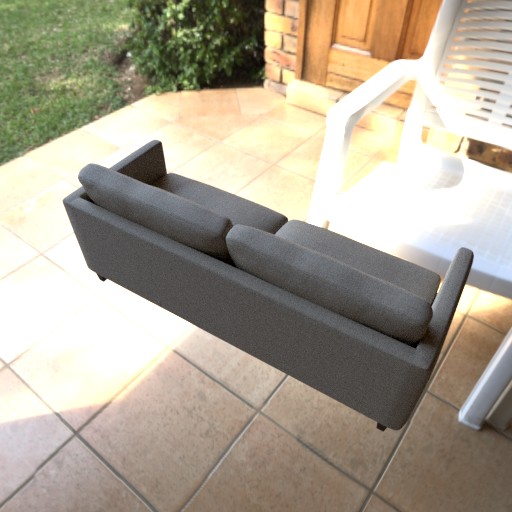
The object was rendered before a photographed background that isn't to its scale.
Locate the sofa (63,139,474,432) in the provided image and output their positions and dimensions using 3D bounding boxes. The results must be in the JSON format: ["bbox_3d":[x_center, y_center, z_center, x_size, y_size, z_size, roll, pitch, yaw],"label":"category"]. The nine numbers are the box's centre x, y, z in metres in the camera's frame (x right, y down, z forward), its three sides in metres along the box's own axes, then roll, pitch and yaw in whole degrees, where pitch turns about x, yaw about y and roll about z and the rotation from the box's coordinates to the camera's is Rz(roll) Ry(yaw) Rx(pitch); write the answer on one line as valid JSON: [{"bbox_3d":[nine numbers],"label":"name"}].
[{"bbox_3d":[0.000,0.000,2.903,2.434,0.965,0.951,23,49,22],"label":"sofa"}]
